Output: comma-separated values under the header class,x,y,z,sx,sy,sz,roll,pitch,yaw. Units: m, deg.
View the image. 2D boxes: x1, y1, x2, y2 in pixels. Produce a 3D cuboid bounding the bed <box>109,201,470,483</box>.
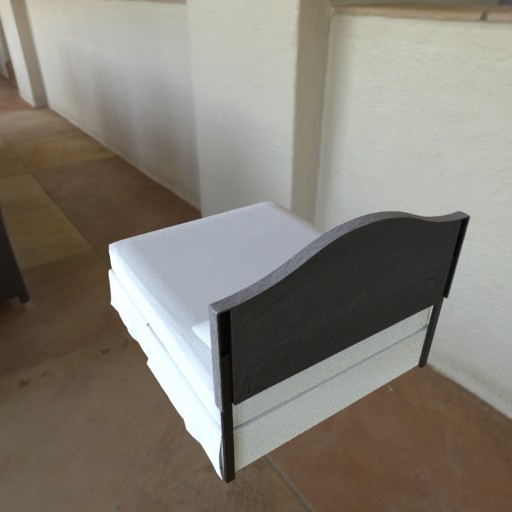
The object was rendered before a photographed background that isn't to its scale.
class,x,y,z,sx,sy,sz,roll,pitch,yaw
bed,0.000,0.000,2.952,1.610,1.295,1.870,-18,35,-28
